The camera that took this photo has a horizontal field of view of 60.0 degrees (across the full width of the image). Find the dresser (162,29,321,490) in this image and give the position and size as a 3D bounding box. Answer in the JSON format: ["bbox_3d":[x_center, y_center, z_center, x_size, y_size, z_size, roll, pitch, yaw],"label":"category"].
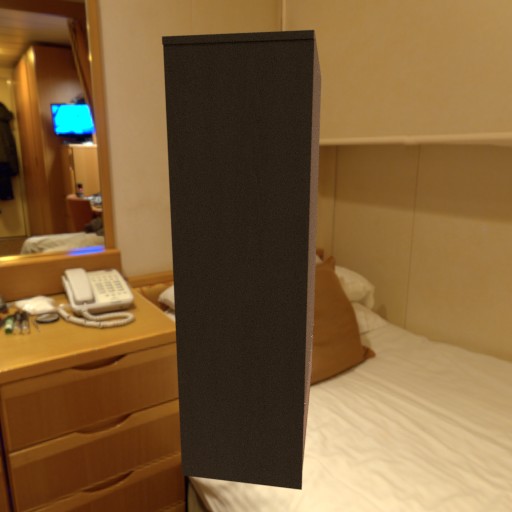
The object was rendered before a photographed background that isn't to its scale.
[{"bbox_3d":[0.000,0.000,1.539,0.399,1.255,0.704,2,13,9],"label":"dresser"}]
